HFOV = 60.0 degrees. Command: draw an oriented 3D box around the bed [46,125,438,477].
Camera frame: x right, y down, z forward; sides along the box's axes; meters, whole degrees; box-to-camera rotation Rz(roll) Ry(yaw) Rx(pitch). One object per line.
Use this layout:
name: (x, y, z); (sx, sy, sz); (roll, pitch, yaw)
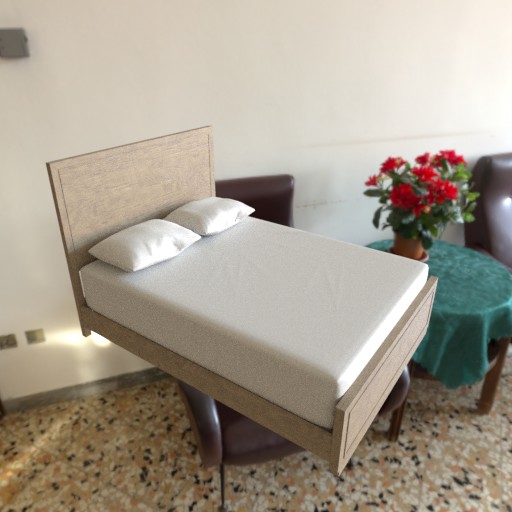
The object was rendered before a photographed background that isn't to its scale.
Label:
bed: (0.000, 0.000, 3.185); (2.189, 1.369, 1.606); (18, 31, 31)
